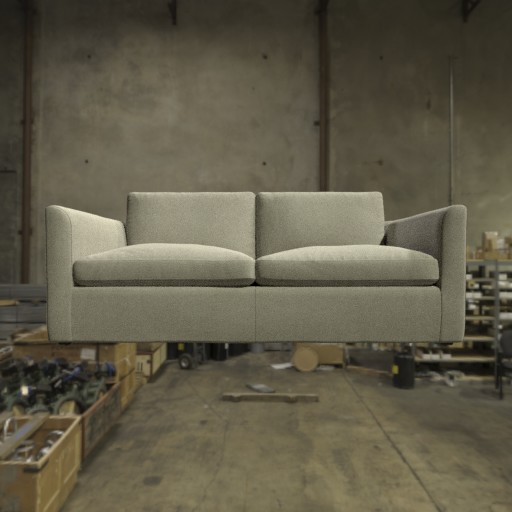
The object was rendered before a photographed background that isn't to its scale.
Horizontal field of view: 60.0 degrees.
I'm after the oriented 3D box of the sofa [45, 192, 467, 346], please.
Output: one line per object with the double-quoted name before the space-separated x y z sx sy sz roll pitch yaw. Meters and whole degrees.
"sofa" 0.000 0.000 2.512 1.905 0.839 1.091 0 -1 0
